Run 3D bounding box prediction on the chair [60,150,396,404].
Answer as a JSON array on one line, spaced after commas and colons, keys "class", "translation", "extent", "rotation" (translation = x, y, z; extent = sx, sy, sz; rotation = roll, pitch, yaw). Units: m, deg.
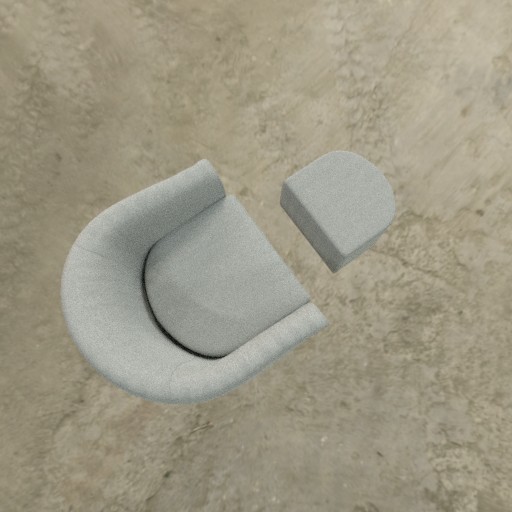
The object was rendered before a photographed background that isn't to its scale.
[{"class": "chair", "translation": [0.000, 0.000, 1.730], "extent": [1.288, 0.757, 0.756], "rotation": [-34, 77, -9]}]
